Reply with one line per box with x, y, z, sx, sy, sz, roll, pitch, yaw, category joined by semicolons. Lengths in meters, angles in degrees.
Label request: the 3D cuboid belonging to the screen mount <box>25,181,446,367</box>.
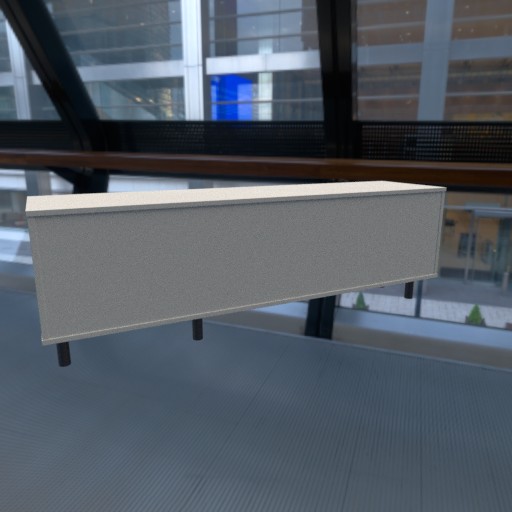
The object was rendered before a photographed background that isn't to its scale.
0.000;0.000;1.792;1.600;0.520;0.418;-7;15;-25;screen mount
